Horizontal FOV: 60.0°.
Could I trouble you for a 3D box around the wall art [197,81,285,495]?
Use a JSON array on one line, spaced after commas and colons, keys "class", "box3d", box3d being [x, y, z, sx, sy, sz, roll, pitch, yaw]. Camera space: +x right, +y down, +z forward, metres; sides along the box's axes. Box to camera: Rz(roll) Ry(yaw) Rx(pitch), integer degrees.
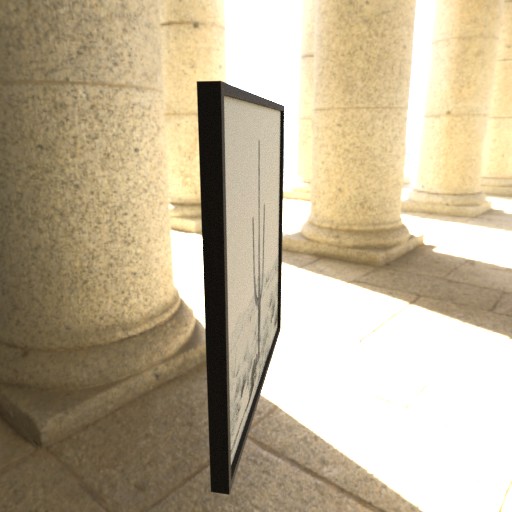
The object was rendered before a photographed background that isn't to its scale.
[{"class": "wall art", "box3d": [0.000, 0.000, 1.131, 0.038, 0.762, 0.762, 3, 16, 10]}]
